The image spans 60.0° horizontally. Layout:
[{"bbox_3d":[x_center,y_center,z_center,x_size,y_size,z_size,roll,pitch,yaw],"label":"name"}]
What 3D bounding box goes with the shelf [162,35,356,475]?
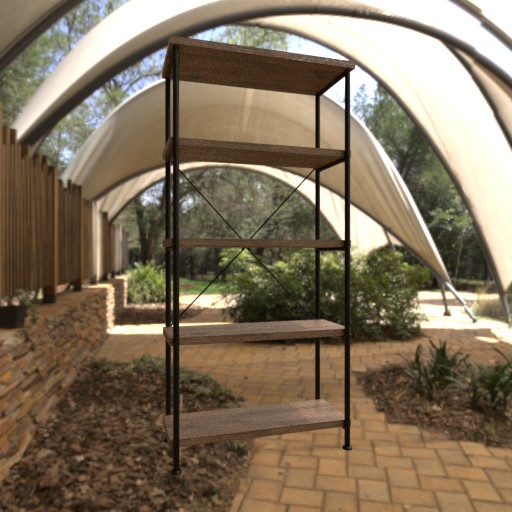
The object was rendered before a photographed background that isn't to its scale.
[{"bbox_3d":[0.000,0.000,1.995,0.800,1.700,0.360,0,0,-17],"label":"shelf"}]
